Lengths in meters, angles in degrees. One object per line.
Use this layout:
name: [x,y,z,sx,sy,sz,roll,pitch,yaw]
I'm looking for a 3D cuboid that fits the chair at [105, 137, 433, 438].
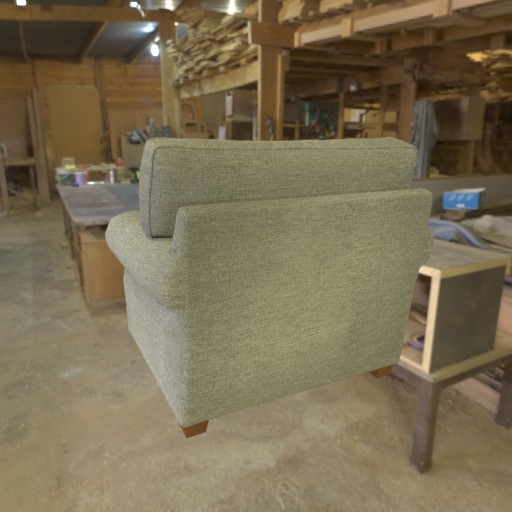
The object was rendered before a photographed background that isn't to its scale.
chair: [0.000,0.000,1.840,1.092,0.961,0.965,-8,17,-26]
